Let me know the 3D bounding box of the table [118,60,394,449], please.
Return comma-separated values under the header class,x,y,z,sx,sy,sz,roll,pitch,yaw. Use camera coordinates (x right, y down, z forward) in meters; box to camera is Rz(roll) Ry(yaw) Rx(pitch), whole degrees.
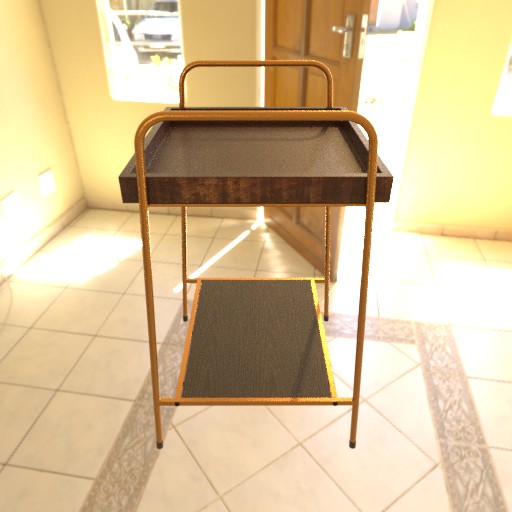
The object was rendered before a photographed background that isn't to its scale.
class,x,y,z,sx,sy,sz,roll,pitch,yaw
table,0.000,0.000,0.945,0.430,0.710,0.430,0,32,0
